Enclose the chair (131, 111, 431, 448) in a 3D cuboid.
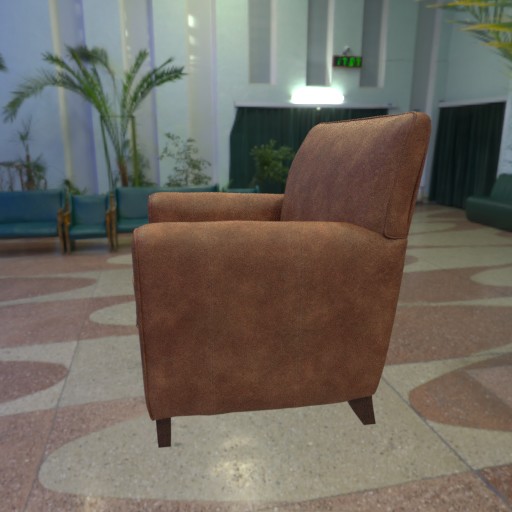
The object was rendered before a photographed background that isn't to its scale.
[{"bbox_3d":[0.000,0.000,1.578,0.823,0.943,0.870,-3,15,-10],"label":"chair"}]
